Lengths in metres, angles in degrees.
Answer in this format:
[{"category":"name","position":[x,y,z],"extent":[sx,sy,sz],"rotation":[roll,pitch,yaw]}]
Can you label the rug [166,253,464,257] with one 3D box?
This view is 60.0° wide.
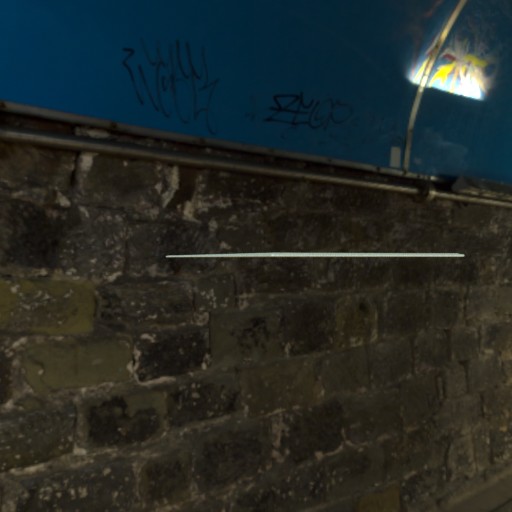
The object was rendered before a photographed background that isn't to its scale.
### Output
[{"category":"rug","position":[0.000,0.000,2.349],"extent":[0.662,0.011,2.196],"rotation":[0,0,-19]}]
